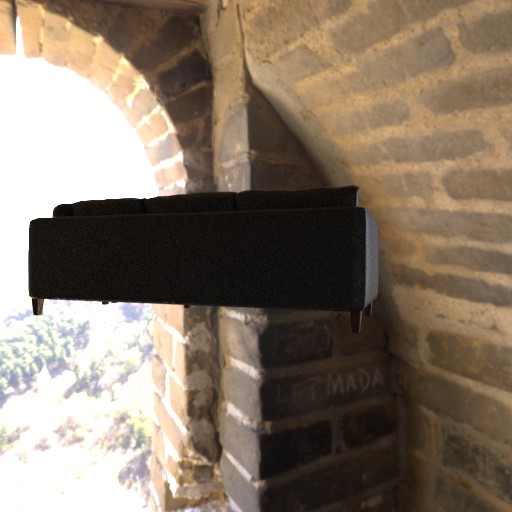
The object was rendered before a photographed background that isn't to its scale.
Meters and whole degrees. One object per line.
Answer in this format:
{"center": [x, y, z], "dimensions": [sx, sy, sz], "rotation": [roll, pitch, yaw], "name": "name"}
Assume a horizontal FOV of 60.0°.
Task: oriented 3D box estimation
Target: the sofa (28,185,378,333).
{"center": [0.000, 0.000, 4.614], "dimensions": [2.593, 0.923, 3.460], "rotation": [0, 0, 19], "name": "sofa"}
